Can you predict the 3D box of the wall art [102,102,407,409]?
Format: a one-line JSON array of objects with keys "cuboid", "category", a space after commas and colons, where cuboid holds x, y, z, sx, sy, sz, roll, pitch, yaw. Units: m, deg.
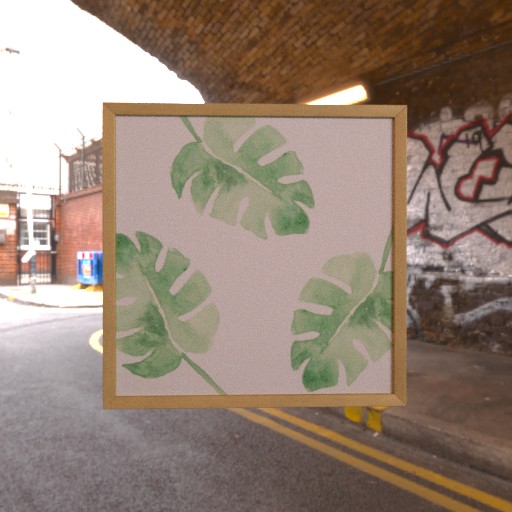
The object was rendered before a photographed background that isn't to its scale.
[{"cuboid": [0.000, 0.000, 1.129, 0.763, 0.763, 0.037, 0, 0, -2], "category": "wall art"}]
